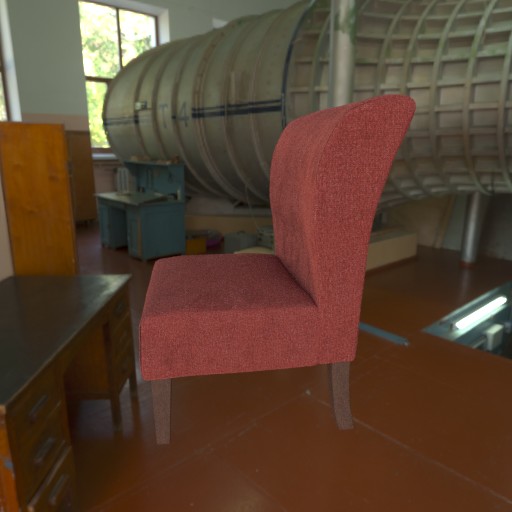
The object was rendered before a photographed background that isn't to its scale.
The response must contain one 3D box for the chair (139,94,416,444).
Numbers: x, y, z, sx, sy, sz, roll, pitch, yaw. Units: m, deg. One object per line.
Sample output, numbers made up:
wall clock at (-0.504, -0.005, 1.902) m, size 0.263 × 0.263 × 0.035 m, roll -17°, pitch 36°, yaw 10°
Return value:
chair at (0.000, 0.000, 1.271) m, size 0.640 × 0.846 × 0.538 m, roll -2°, pitch 14°, yaw -8°
